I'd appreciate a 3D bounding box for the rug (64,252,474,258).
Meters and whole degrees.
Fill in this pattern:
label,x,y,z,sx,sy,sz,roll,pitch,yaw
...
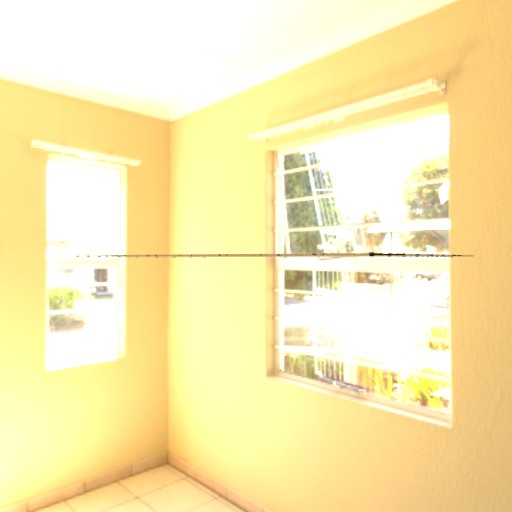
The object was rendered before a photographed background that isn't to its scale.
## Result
label,x,y,z,sx,sy,sz,roll,pitch,yaw
rug,0.000,0.000,3.337,2.755,0.021,1.524,0,0,37
